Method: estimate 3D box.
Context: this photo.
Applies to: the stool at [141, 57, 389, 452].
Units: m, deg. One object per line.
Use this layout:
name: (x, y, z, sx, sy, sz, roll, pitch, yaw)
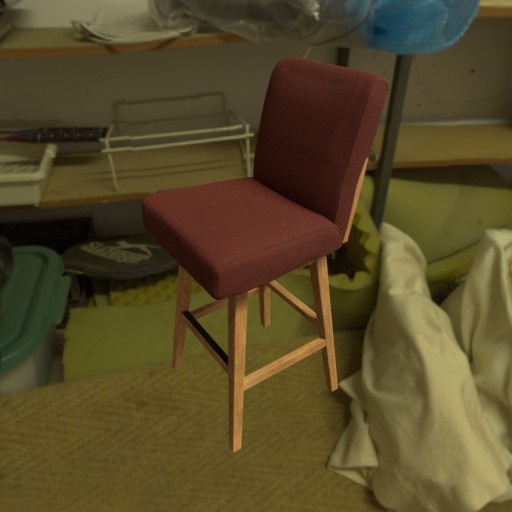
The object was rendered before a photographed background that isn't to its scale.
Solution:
stool: (0.000, 0.000, 1.413, 0.562, 1.093, 0.468, -21, 38, -29)
